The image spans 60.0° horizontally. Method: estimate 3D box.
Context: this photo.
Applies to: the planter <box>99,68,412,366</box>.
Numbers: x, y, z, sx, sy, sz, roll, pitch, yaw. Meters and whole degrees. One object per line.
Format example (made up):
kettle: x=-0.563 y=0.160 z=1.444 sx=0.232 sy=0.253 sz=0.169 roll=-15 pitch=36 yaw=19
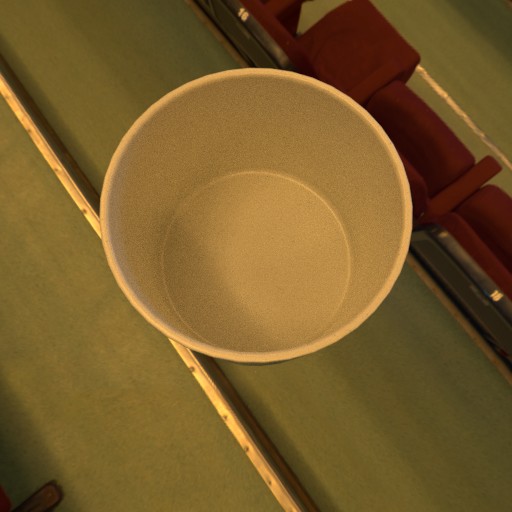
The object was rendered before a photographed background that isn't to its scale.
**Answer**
planter: x=0.000 y=0.000 z=0.399 sx=0.192 sy=0.263 sz=0.192 roll=0 pitch=75 yaw=0
